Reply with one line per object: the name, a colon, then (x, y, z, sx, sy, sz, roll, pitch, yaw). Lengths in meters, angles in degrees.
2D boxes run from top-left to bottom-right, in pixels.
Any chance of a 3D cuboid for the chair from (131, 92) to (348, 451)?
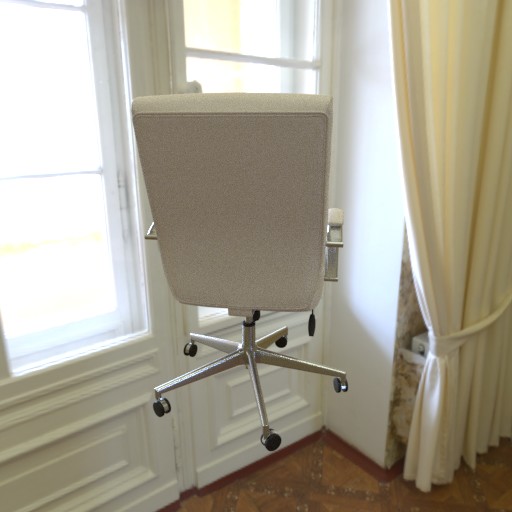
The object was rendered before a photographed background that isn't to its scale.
chair: (0.000, 0.000, 1.632, 0.727, 1.099, 0.745, 3, 17, 9)
